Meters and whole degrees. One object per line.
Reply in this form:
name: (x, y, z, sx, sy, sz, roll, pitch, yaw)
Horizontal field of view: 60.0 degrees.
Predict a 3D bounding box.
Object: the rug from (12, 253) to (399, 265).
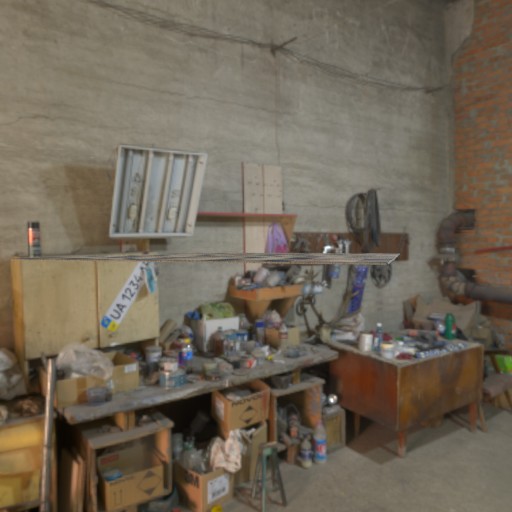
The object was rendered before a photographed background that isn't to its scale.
rug: (0.000, 0.000, 4.037, 2.451, 0.011, 3.072, 0, 1, 19)
